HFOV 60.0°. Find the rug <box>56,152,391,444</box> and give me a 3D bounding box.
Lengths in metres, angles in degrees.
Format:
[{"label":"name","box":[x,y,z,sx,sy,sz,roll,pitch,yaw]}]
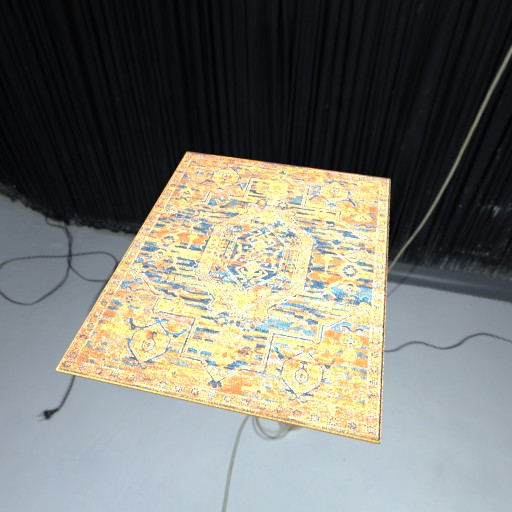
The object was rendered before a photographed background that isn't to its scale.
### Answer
[{"label":"rug","box":[0.000,0.000,4.206,2.435,0.031,3.040,10,47,9]}]
